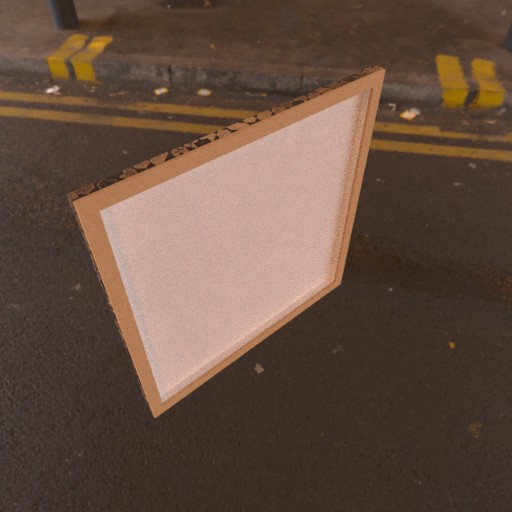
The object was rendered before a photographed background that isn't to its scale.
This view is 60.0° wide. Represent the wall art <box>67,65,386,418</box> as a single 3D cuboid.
[{"bbox_3d":[0.000,0.000,1.362,0.914,0.914,0.038,-31,53,-27],"label":"wall art"}]
